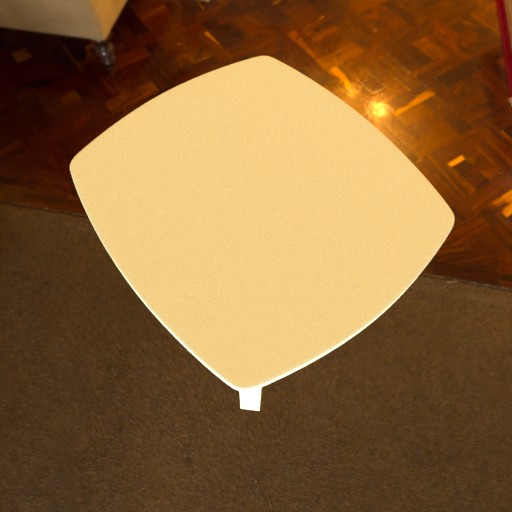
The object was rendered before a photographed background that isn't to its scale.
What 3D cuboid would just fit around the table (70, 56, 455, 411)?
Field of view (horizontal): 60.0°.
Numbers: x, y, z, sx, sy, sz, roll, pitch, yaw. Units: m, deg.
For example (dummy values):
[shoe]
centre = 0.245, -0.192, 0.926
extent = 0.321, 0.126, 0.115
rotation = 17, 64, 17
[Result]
[table]
centre = 0.000, 0.000, 0.850
extent = 0.451, 0.438, 0.502
rotation = -35, 68, -16
